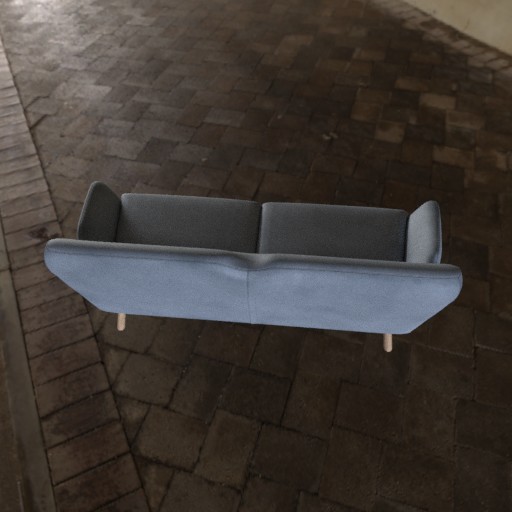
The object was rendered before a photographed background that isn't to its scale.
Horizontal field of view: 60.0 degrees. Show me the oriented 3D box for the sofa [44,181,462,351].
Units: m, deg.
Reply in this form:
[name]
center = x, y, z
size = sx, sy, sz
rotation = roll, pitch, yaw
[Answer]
[sofa]
center = 0.000, 0.000, 2.293
size = 1.870, 0.810, 0.850
rotation = 4, 49, 3
